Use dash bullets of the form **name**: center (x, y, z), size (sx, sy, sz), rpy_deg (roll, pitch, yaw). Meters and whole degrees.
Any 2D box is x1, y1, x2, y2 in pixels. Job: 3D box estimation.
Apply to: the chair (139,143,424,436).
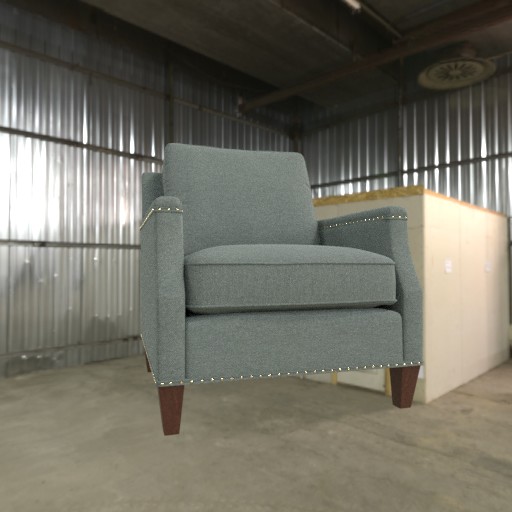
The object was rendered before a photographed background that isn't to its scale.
- **chair**: center (0.000, 0.000, 1.811), size (0.885, 1.031, 1.031), rpy_deg (0, -1, -17)
